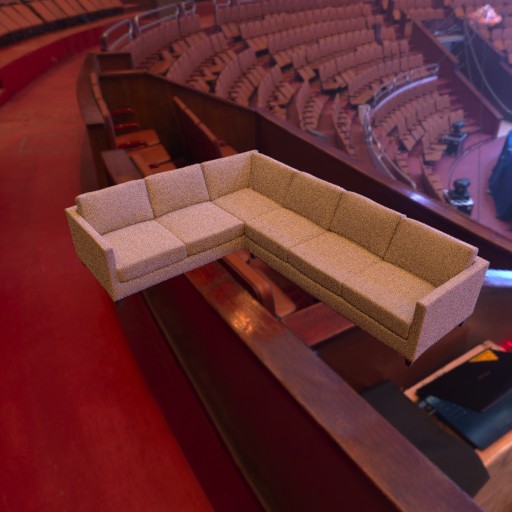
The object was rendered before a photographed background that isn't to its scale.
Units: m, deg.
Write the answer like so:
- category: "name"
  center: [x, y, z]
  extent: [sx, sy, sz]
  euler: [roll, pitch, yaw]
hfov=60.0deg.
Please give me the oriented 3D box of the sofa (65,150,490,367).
- category: "sofa"
  center: [0.000, 0.000, 4.184]
  extent: [2.432, 0.863, 3.182]
  euler: [-23, 40, -32]
